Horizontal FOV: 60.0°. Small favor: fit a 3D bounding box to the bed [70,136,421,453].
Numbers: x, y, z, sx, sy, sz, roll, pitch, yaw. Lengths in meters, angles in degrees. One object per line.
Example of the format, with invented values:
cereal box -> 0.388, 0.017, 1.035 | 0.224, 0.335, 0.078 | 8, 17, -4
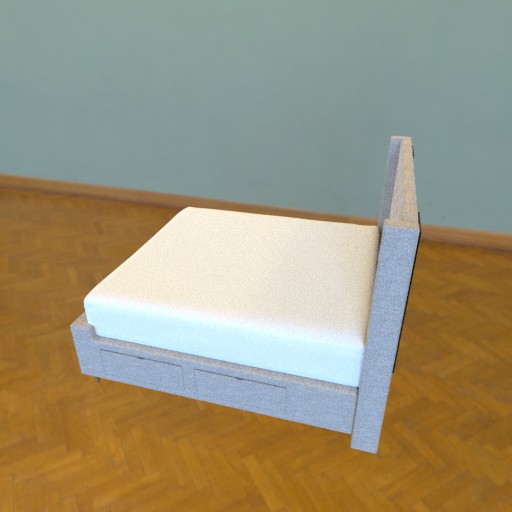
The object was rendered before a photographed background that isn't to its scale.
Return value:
bed -> 0.000, 0.000, 3.822 | 2.372, 1.748, 2.044 | 8, 29, 14
